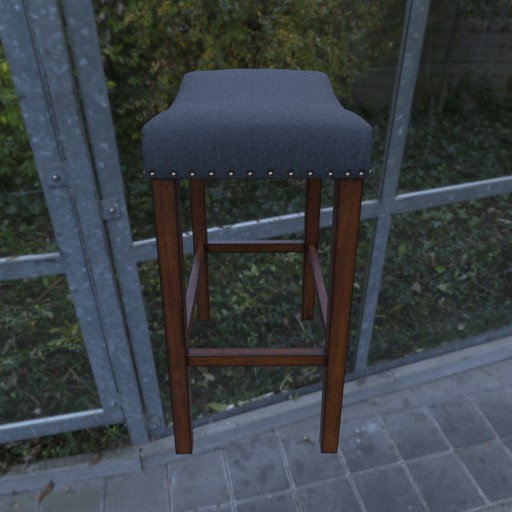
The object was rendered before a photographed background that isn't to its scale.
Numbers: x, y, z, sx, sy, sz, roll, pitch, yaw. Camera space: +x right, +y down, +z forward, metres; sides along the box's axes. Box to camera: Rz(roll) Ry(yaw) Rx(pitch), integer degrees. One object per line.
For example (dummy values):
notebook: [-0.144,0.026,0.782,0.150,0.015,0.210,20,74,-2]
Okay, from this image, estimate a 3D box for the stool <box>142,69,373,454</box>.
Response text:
stool: [0.000,0.000,1.025,0.366,0.748,0.502,0,31,0]
